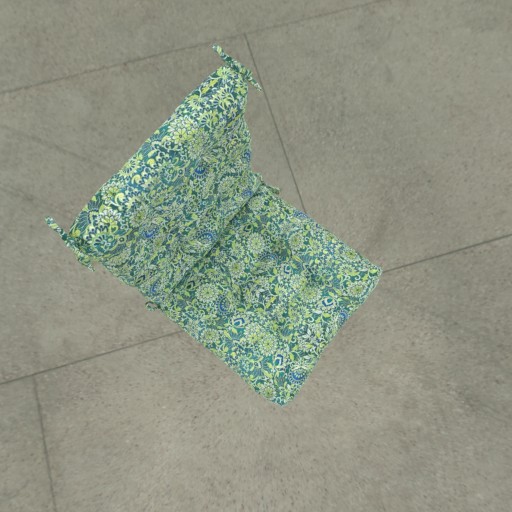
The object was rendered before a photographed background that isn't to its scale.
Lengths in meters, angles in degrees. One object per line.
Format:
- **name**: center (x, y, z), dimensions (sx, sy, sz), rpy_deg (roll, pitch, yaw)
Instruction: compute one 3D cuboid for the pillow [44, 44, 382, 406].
- **pillow**: center (0.000, 0.000, 1.041), dimensions (0.571, 0.605, 0.519), rpy_deg (37, 78, 9)
